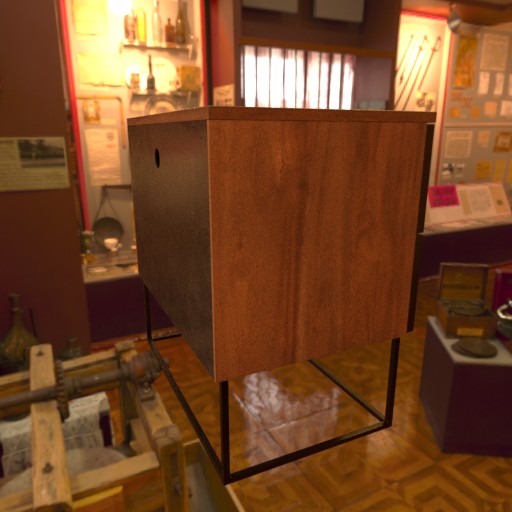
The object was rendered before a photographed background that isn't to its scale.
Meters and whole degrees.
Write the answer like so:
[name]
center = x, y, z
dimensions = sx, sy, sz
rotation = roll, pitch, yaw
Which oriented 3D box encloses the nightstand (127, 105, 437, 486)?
[nightstand]
center = 0.000, 0.000, 1.012
dimensions = 0.427, 0.611, 0.605
rotation = -7, 17, -25
